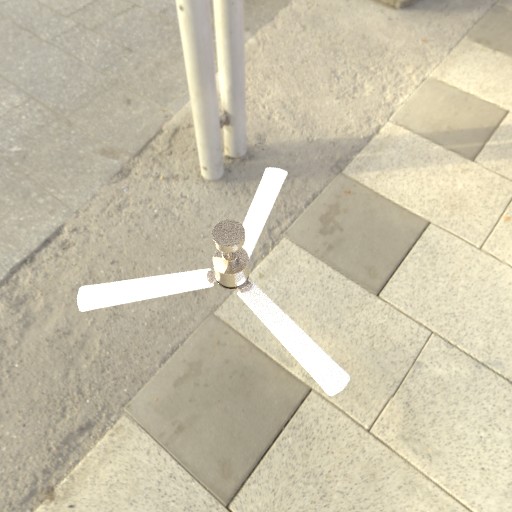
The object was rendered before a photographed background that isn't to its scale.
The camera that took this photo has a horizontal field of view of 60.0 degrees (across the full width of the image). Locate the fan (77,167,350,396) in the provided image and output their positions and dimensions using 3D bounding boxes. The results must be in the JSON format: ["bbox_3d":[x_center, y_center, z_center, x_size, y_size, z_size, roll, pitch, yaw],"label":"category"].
[{"bbox_3d":[0.000,0.000,2.463,1.531,0.446,1.561,32,63,18],"label":"fan"}]
